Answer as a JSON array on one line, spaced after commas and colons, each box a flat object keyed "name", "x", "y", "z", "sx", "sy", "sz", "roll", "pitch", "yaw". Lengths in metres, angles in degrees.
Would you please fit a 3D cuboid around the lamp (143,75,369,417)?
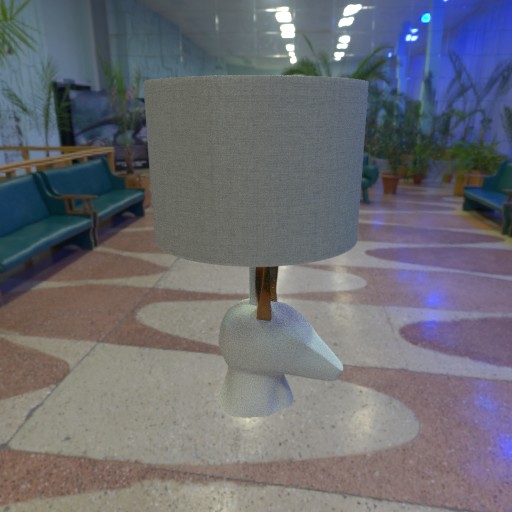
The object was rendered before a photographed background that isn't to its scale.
[{"name": "lamp", "x": 0.000, "y": 0.000, "z": 0.679, "sx": 0.298, "sy": 0.503, "sz": 0.298, "roll": 3, "pitch": 18, "yaw": 9}]
